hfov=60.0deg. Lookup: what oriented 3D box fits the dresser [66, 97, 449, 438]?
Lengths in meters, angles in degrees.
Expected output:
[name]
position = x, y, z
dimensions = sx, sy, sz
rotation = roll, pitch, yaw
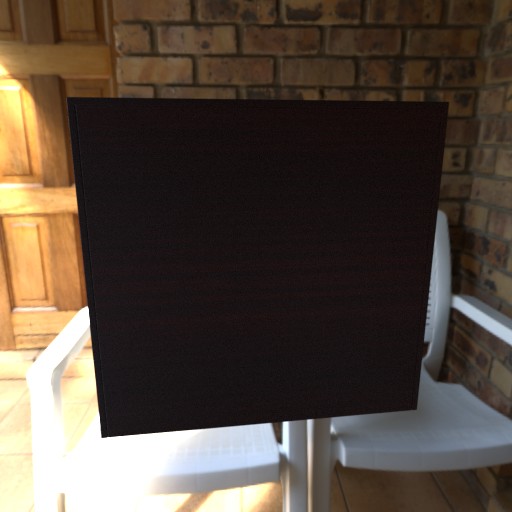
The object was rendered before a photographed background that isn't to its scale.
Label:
[dresser]
position = 0.000, 0.000, 1.121
dimensions = 0.750, 0.720, 0.360
rotation = -2, 15, -8
